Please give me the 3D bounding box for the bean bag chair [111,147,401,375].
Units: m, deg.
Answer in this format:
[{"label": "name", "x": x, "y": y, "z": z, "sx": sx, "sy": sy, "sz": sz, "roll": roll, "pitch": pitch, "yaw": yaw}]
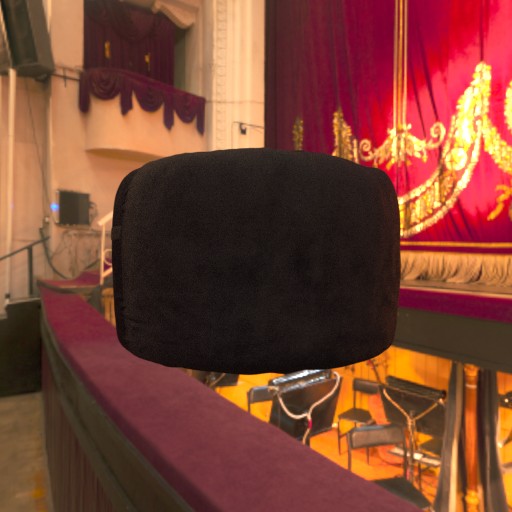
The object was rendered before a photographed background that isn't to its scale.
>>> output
[{"label": "bean bag chair", "x": 0.000, "y": 0.000, "z": 1.956, "sx": 1.219, "sy": 0.762, "sz": 1.219, "roll": 0, "pitch": 1, "yaw": 0}]
